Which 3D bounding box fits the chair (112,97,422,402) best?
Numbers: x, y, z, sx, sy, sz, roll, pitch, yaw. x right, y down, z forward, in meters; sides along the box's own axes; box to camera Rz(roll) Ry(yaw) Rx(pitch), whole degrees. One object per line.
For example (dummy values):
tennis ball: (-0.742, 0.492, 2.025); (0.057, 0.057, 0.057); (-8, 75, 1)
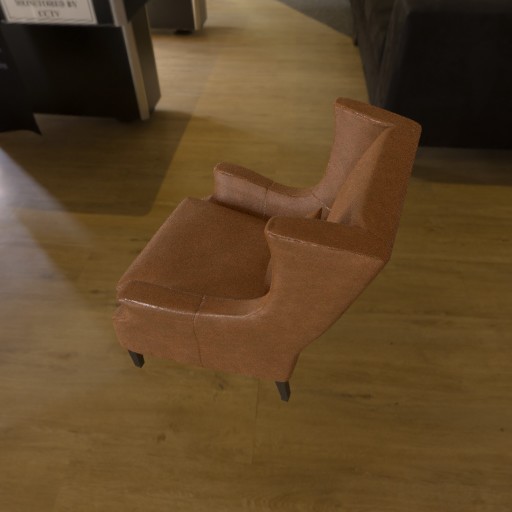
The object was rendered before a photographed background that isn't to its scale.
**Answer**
chair: (0.000, 0.000, 1.705); (0.925, 1.016, 0.852); (16, 48, 14)
